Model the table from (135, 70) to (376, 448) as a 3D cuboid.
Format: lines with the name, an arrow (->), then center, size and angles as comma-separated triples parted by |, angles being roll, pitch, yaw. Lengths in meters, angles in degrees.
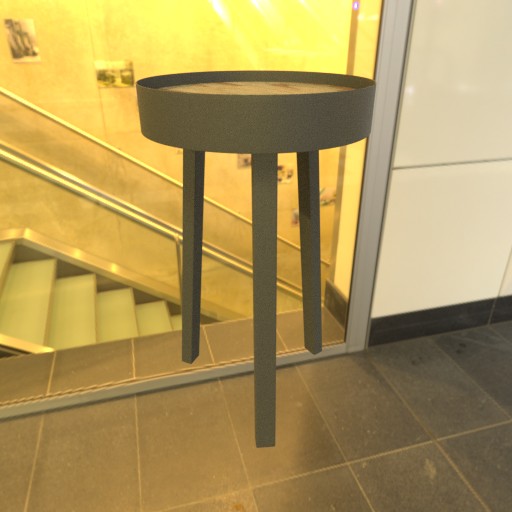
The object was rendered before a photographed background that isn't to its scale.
table -> 0.000, 0.000, 0.924 | 0.406, 0.686, 0.406 | -18, 32, -31
